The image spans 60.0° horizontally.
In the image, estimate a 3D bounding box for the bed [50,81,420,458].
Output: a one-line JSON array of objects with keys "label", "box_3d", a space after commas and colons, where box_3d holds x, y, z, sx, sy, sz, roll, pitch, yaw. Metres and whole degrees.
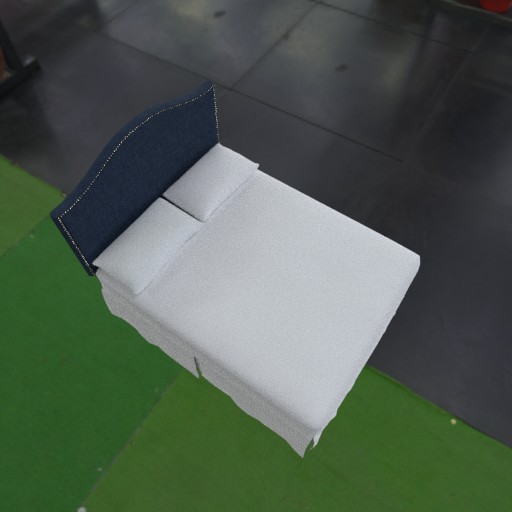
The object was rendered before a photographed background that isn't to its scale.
[{"label": "bed", "box_3d": [0.000, 0.000, 3.329, 2.153, 1.518, 1.725, 31, 63, 18]}]
